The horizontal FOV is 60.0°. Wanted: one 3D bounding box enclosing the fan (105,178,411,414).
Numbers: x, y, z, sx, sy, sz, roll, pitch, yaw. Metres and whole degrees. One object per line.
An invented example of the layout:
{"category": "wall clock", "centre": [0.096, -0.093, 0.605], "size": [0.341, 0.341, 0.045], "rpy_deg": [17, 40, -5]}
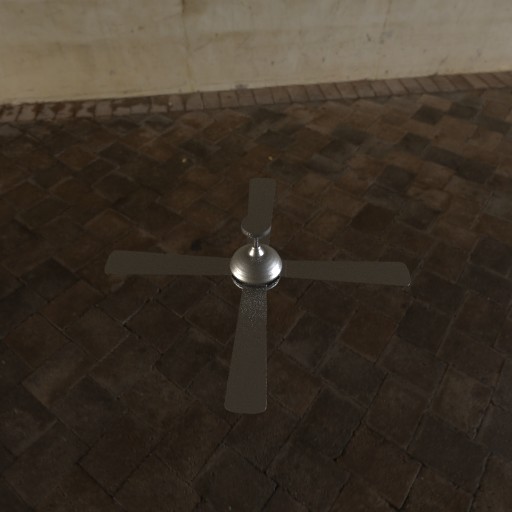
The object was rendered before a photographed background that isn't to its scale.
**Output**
{"category": "fan", "centre": [0.000, 0.000, 1.970], "size": [1.321, 0.381, 1.321], "rpy_deg": [18, 48, 16]}
